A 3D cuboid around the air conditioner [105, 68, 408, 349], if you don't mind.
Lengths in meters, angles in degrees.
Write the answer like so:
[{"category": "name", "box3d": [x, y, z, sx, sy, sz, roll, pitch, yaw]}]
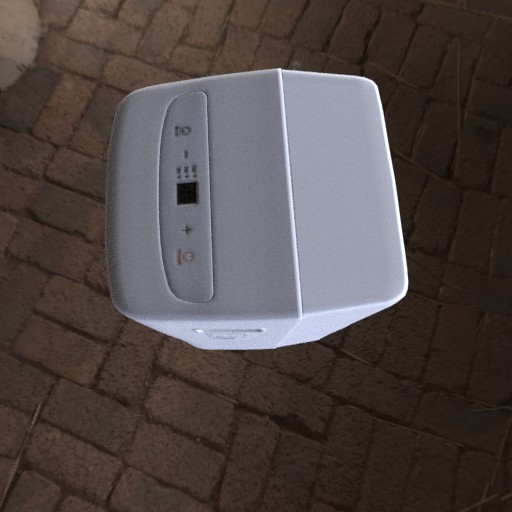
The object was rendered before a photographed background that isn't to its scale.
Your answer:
[{"category": "air conditioner", "box3d": [0.000, 0.000, 0.783, 0.349, 0.606, 0.304, -3, 75, -1]}]
